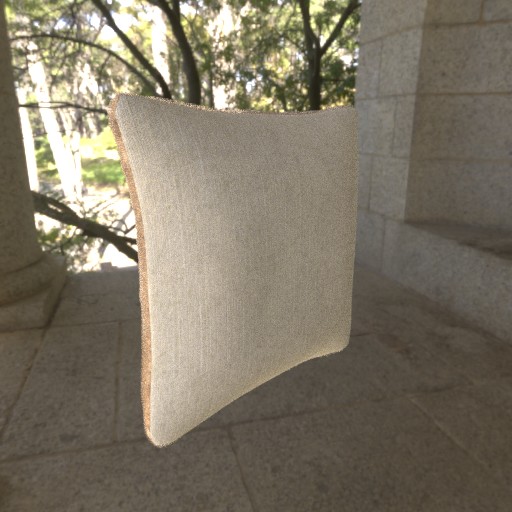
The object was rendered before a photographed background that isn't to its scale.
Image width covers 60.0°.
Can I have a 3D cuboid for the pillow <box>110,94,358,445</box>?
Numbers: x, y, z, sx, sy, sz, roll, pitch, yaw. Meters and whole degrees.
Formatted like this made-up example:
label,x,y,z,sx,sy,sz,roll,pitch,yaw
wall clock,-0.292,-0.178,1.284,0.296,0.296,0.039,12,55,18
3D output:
label,x,y,z,sx,sy,sz,roll,pitch,yaw
pillow,0.000,0.000,0.786,0.538,0.525,0.216,-15,22,-43
